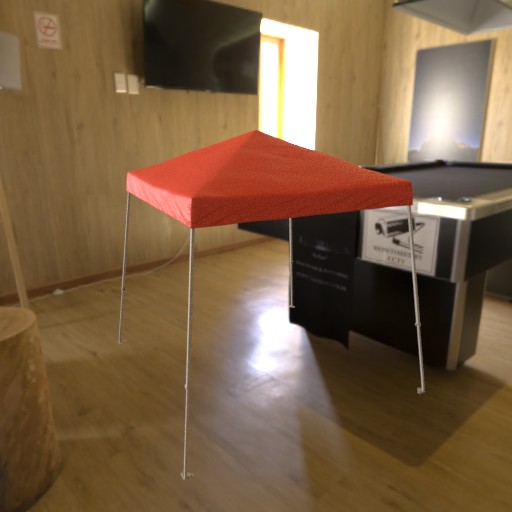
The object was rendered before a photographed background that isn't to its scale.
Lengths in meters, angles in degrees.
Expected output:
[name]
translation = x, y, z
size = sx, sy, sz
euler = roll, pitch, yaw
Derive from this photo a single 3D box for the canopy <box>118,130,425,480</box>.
[canopy]
translation = 0.000, 0.000, 5.206
size = 2.850, 2.850, 2.849
euler = -8, 18, -26
